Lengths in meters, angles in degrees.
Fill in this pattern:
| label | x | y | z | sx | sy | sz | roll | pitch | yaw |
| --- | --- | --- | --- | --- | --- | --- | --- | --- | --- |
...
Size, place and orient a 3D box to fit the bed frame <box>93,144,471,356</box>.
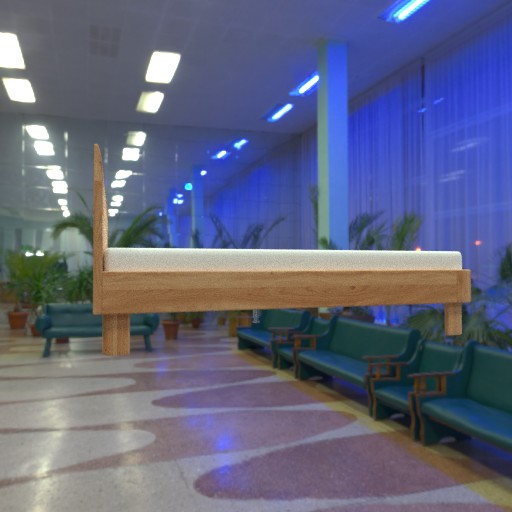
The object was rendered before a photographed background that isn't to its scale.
| label | x | y | z | sx | sy | sz | roll | pitch | yaw |
| --- | --- | --- | --- | --- | --- | --- | --- | --- | --- |
| bed frame | 0.000 | 0.000 | 3.142 | 2.092 | 0.940 | 1.872 | 0 | -1 | -18 |
